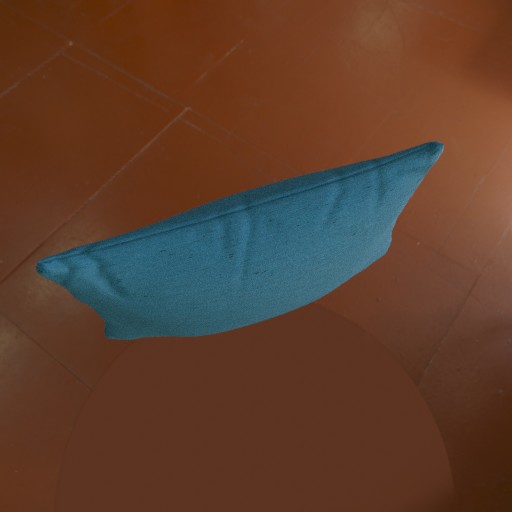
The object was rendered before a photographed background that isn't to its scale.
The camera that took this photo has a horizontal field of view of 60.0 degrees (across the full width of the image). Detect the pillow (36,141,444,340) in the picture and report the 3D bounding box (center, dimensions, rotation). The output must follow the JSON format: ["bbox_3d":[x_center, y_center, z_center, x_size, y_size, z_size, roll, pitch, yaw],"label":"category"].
[{"bbox_3d":[0.000,0.000,0.788,0.633,0.338,0.210,-18,65,-9],"label":"pillow"}]
